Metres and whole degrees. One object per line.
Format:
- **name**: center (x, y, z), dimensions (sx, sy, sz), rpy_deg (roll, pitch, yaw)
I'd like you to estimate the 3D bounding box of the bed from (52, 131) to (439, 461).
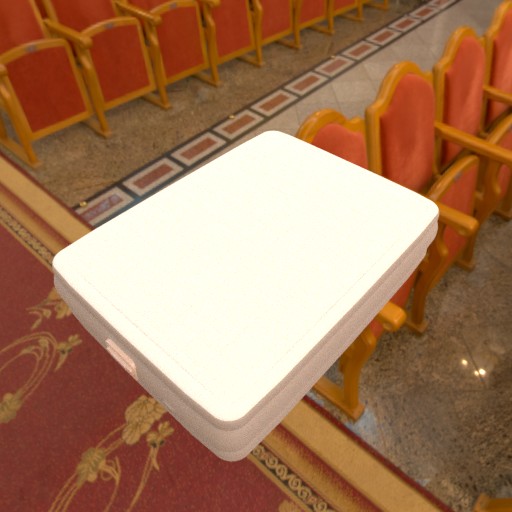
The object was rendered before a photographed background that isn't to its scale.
- **bed**: center (0.000, 0.000, 2.742), dimensions (1.520, 0.460, 2.036), rpy_deg (33, 54, 28)
